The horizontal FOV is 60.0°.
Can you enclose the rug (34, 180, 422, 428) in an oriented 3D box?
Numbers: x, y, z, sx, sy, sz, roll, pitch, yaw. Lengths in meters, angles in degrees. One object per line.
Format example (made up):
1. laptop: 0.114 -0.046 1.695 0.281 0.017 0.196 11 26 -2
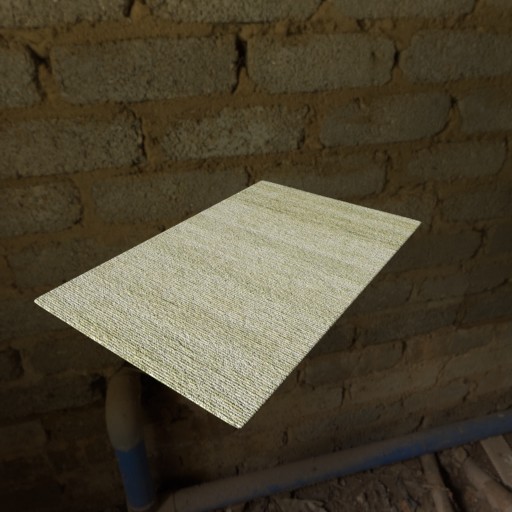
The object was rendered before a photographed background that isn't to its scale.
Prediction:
1. rug: 0.000 0.000 2.262 1.143 0.010 1.758 20 36 30
